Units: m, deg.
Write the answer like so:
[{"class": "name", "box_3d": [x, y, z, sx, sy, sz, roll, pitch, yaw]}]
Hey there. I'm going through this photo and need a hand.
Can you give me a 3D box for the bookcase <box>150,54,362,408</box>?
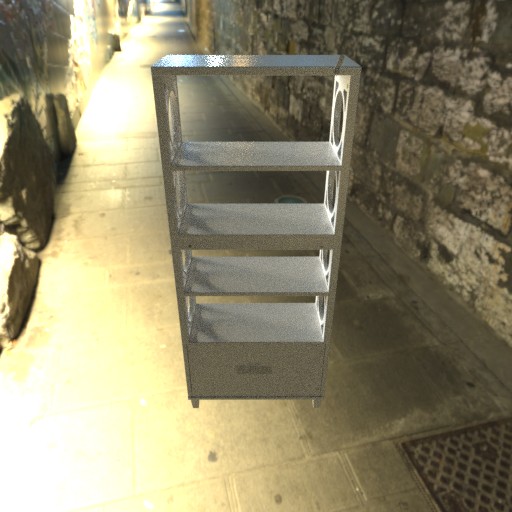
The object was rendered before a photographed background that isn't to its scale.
[{"class": "bookcase", "box_3d": [0.000, 0.000, 2.195, 0.761, 1.869, 0.361, 0, 31, 0]}]
